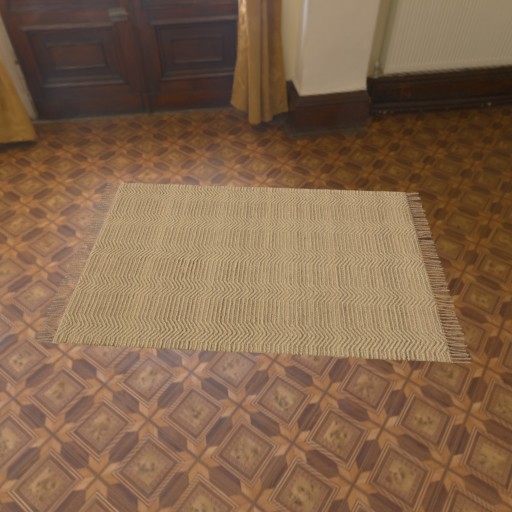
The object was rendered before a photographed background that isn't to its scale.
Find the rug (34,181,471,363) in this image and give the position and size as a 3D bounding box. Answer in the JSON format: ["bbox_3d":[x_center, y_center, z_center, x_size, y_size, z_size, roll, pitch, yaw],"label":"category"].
[{"bbox_3d":[0.000,0.000,2.438,2.021,0.027,1.224,2,46,2],"label":"rug"}]
